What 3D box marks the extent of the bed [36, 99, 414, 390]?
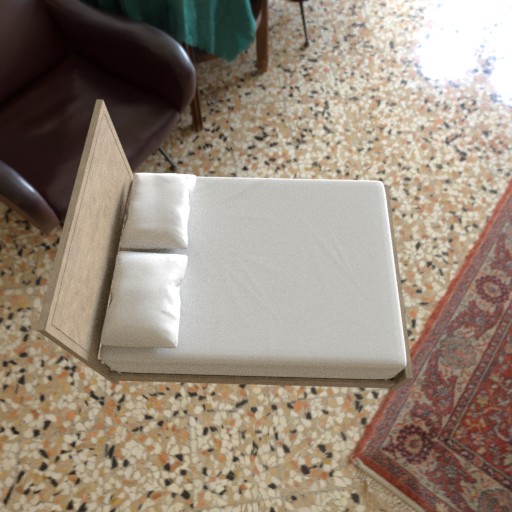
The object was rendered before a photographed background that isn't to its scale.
[{"bbox_3d":[0.000,0.000,3.213,2.189,1.369,1.606,1,63,1],"label":"bed"}]
